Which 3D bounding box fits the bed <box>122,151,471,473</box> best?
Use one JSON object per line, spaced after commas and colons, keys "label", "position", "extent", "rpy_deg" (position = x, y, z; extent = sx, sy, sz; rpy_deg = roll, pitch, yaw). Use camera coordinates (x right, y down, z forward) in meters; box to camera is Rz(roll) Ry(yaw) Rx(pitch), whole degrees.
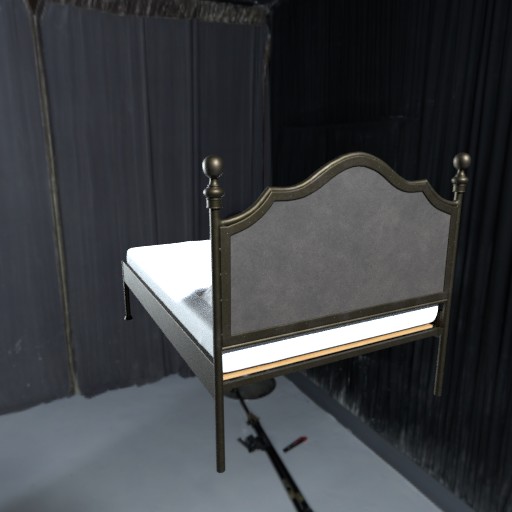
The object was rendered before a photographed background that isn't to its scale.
{"label": "bed", "position": [0.000, 0.000, 3.146], "extent": [1.533, 1.462, 2.170], "rpy_deg": [-7, 16, -26]}
